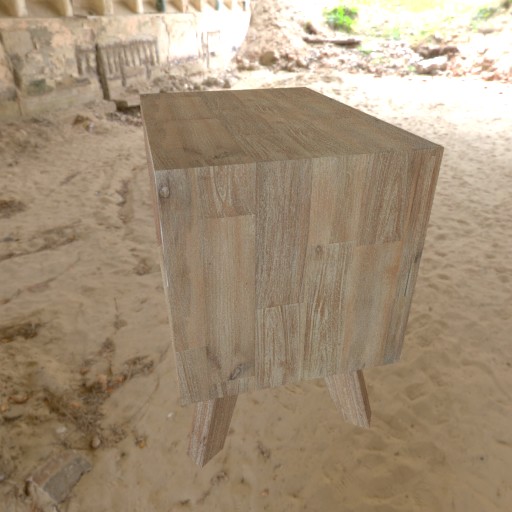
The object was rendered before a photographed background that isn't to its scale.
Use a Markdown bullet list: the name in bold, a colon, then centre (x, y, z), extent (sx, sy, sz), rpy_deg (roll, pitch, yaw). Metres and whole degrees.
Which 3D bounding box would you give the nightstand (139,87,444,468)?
- **nightstand**: centre (0.000, 0.000, 0.947), extent (0.396, 0.589, 0.552), rpy_deg (-7, 30, -13)
